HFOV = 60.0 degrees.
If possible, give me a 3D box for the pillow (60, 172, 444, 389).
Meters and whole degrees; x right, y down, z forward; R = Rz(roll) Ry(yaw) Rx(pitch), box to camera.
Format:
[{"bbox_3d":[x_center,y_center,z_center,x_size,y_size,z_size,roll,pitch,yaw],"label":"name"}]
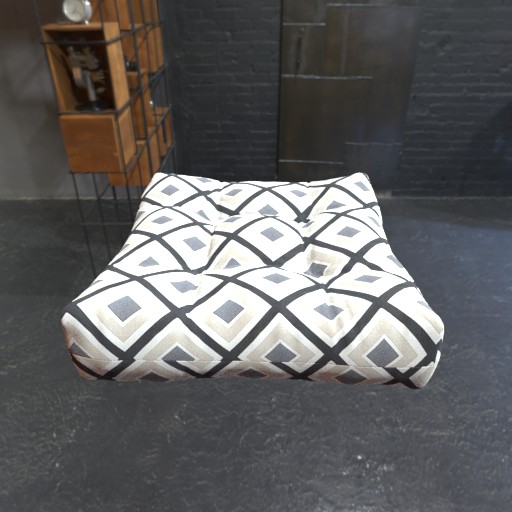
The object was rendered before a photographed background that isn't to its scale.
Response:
[{"bbox_3d":[0.000,0.000,0.731,0.468,0.128,0.490,1,31,1],"label":"pillow"}]
